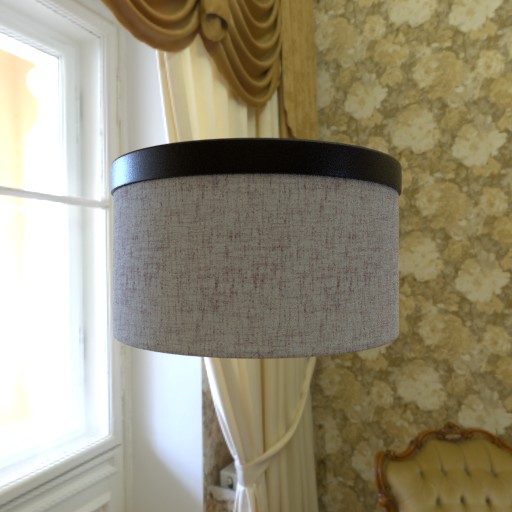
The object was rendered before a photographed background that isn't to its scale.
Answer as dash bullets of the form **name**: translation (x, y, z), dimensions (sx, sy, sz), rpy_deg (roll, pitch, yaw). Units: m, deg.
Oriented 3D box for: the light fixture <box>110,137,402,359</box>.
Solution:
- **light fixture**: translation (0.000, 0.000, 0.623), dimensions (0.389, 0.229, 0.389), rpy_deg (0, 0, 0)
